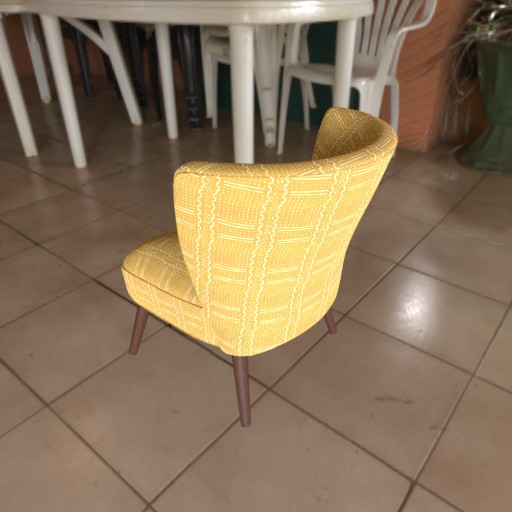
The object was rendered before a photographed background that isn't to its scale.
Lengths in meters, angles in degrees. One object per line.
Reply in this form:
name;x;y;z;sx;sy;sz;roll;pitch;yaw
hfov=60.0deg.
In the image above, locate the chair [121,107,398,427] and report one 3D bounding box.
chair;0.000;0.000;1.431;0.758;0.866;0.706;22;38;32
